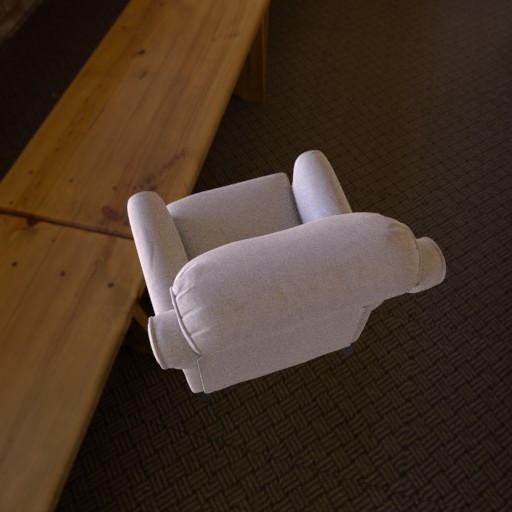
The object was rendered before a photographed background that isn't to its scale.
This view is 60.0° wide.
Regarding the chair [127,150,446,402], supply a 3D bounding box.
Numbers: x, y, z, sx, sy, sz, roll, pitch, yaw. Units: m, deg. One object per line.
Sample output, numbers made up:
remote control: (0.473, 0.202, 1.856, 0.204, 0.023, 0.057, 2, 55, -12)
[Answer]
chair: (0.000, 0.000, 1.702, 0.859, 1.046, 0.919, -16, 60, -9)
